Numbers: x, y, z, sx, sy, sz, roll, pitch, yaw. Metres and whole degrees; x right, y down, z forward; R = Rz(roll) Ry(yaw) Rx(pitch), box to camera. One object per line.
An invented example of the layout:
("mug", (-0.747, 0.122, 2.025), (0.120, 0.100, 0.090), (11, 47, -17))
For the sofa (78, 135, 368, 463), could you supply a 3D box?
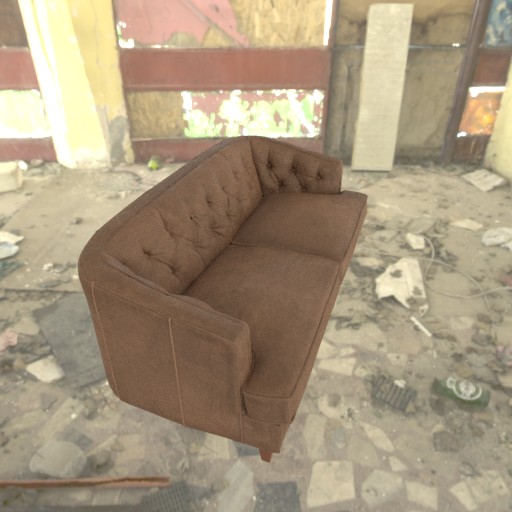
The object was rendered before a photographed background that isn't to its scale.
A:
("sofa", (0.000, 0.000, 2.272), (0.917, 0.799, 1.767), (11, 34, 17))
